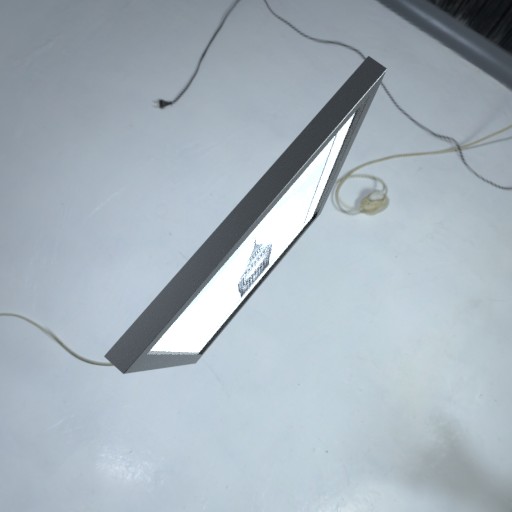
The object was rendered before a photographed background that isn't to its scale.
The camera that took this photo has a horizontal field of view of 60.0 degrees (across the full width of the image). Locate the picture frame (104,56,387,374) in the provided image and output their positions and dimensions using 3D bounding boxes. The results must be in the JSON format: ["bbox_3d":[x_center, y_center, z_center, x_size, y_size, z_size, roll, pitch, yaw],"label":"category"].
[{"bbox_3d":[0.000,0.000,0.767,0.028,0.556,0.460,39,80,8],"label":"picture frame"}]
